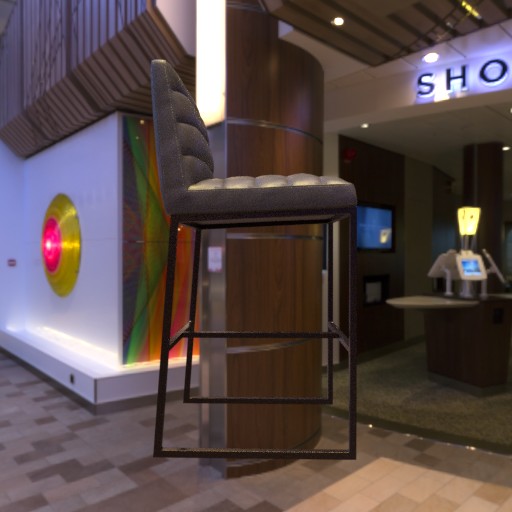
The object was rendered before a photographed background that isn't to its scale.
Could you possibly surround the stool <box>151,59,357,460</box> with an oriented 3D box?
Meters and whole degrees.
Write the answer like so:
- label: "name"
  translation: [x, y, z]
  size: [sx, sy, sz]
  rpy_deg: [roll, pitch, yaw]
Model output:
- label: "stool"
  translation: [0.000, 0.000, 1.382]
  size: [0.562, 1.065, 0.463]
  rpy_deg: [0, 1, 1]
